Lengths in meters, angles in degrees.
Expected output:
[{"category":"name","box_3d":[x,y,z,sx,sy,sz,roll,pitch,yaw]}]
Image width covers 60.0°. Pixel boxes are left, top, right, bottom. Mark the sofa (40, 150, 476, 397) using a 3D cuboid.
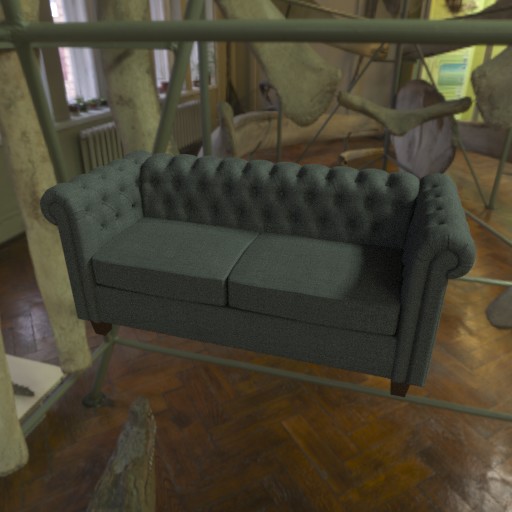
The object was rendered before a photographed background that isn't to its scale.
[{"category":"sofa","box_3d":[0.000,0.000,2.191,1.798,0.797,0.783,8,28,15]}]
